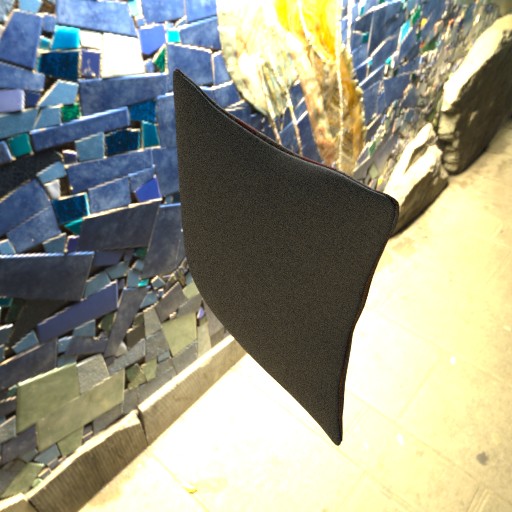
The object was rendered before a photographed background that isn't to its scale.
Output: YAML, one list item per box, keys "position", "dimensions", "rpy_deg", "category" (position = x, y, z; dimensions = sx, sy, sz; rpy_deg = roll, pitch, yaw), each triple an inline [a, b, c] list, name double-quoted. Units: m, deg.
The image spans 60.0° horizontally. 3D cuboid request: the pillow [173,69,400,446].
- position: [0.000, 0.000, 0.643]
  dimensions: [0.136, 0.419, 0.437]
  rpy_deg: [-23, 45, -25]
  category: "pillow"
